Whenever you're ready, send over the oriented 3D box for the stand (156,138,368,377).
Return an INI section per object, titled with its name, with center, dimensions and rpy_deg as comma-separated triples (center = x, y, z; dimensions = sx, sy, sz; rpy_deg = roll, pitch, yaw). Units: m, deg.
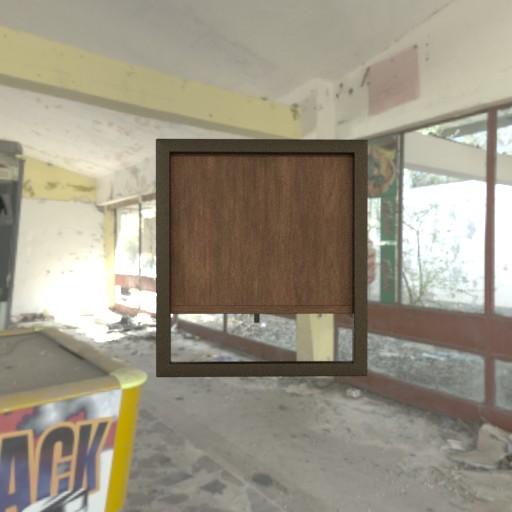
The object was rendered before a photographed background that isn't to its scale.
[stand]
center = 0.000, 0.000, 1.682
dimensions = 0.454, 0.506, 1.480
rpy_deg = 0, 0, -1
